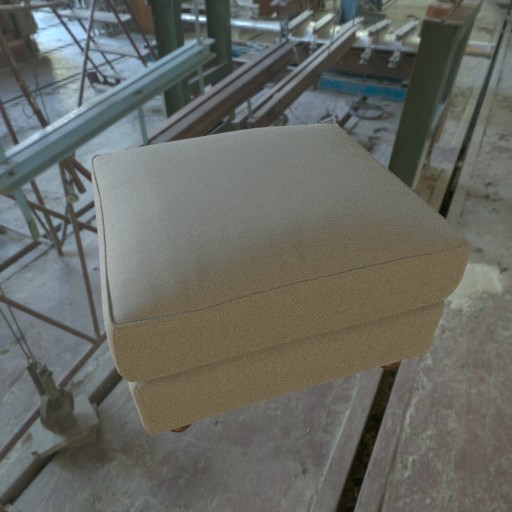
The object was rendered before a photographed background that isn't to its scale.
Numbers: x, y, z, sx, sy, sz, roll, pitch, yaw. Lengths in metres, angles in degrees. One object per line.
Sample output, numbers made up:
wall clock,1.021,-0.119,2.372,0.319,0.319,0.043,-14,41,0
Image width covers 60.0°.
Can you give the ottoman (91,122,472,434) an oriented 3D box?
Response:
ottoman,0.000,0.000,1.118,0.716,0.505,0.662,-12,41,-14
